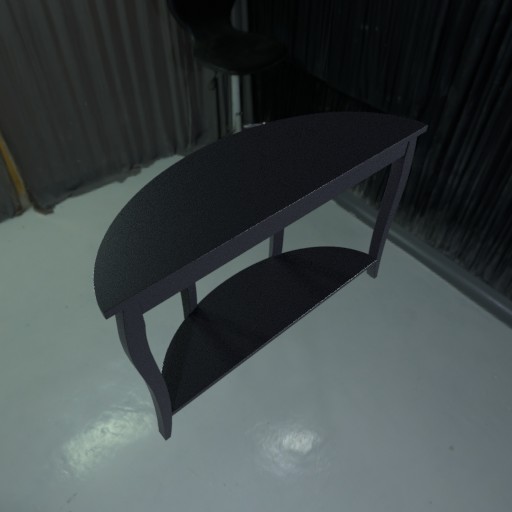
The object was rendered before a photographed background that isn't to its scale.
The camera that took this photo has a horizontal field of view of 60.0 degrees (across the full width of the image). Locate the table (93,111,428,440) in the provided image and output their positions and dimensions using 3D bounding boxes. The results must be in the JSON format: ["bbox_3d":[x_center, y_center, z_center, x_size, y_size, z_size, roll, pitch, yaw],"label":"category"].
[{"bbox_3d":[0.000,0.000,1.629,1.219,0.780,0.394,-32,54,-27],"label":"table"}]
